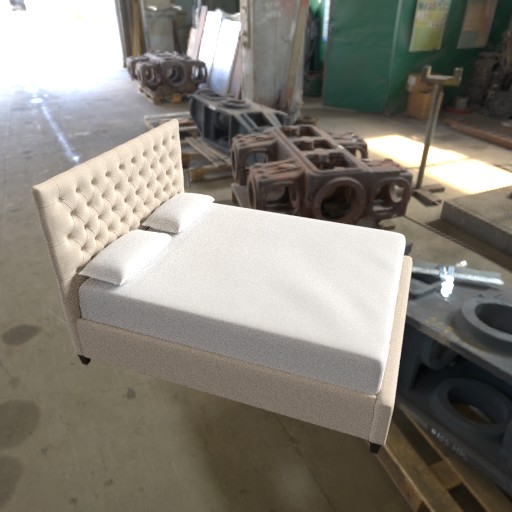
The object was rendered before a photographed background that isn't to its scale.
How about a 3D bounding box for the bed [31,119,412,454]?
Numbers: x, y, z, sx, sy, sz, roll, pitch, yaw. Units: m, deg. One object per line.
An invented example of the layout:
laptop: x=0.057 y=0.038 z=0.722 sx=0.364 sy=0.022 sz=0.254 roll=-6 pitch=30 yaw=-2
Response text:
bed: x=0.000 y=0.000 z=3.285 sx=2.233 sy=1.426 sz=1.696 roll=11 pitch=33 yaw=17
